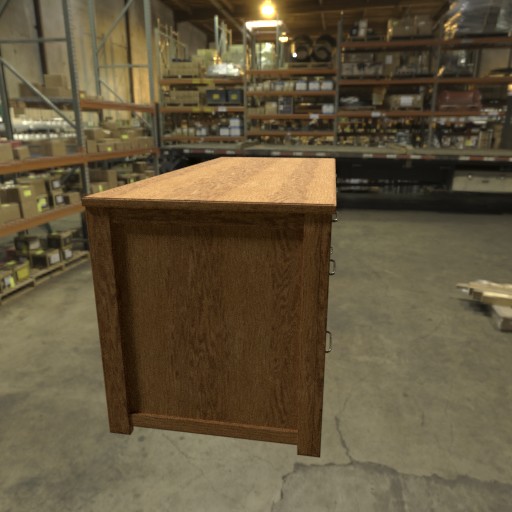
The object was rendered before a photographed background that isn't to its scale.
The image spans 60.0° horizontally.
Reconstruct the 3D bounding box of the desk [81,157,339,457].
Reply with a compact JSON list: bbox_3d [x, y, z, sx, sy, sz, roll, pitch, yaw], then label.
[{"bbox_3d":[0.000,0.000,1.978,0.685,0.751,1.567,3,17,9],"label":"desk"}]
